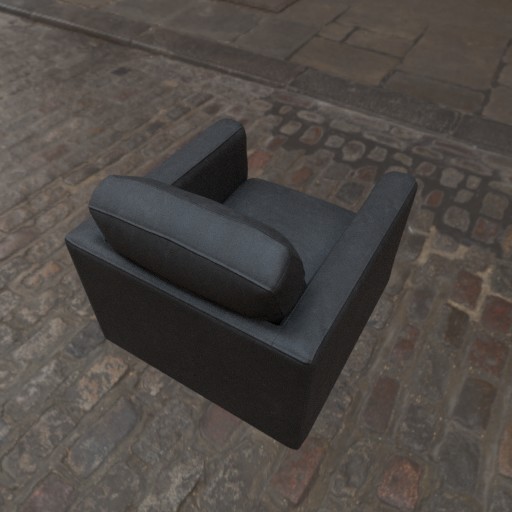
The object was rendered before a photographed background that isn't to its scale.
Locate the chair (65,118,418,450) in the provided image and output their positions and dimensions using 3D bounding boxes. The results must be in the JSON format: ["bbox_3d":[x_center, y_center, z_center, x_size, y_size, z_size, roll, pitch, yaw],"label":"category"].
[{"bbox_3d":[0.000,0.000,1.573,0.831,0.898,0.879,23,50,21],"label":"chair"}]
